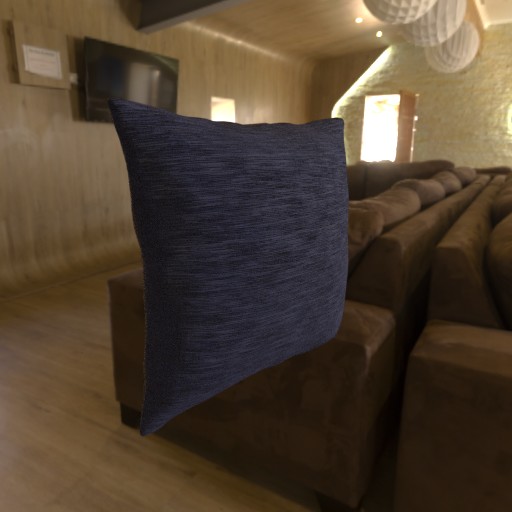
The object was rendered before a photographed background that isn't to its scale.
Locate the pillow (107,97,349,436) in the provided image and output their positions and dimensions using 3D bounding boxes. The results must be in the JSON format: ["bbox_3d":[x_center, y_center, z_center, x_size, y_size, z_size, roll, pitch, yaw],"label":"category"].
[{"bbox_3d":[0.000,0.000,0.693,0.452,0.439,0.204,-13,19,-43],"label":"pillow"}]
